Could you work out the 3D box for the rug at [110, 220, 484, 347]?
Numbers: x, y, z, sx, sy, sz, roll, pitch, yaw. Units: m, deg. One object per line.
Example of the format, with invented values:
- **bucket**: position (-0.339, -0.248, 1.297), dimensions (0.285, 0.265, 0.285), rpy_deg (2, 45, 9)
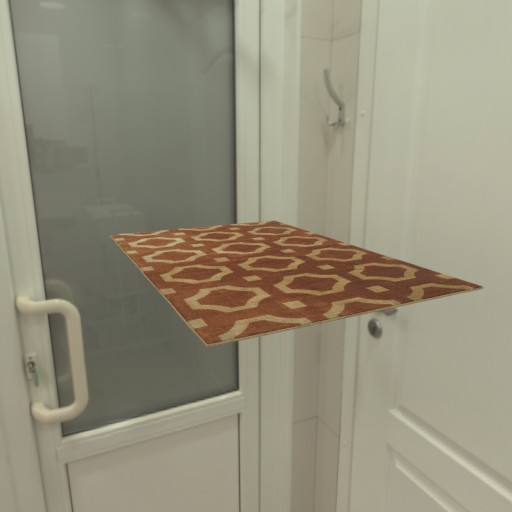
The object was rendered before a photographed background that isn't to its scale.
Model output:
- **rug**: position (0.000, 0.000, 2.996), dimensions (1.555, 0.016, 2.286), rpy_deg (-7, 16, -26)
